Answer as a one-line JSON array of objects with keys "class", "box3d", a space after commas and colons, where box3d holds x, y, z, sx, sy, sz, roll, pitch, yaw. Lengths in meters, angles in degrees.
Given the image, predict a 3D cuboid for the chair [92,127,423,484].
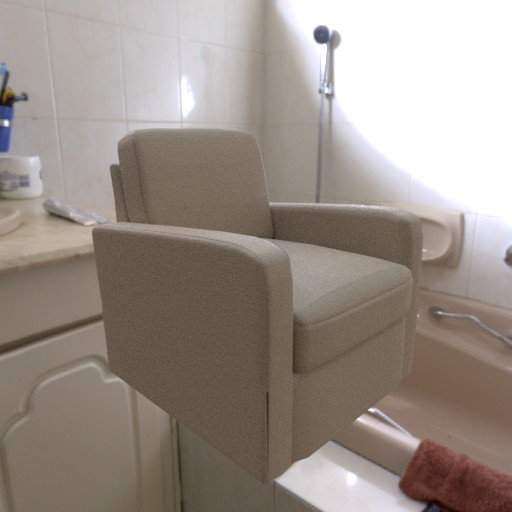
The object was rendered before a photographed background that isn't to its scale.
[{"class": "chair", "box3d": [0.000, 0.000, 1.471, 0.888, 0.827, 0.755, 14, 21, 43]}]
